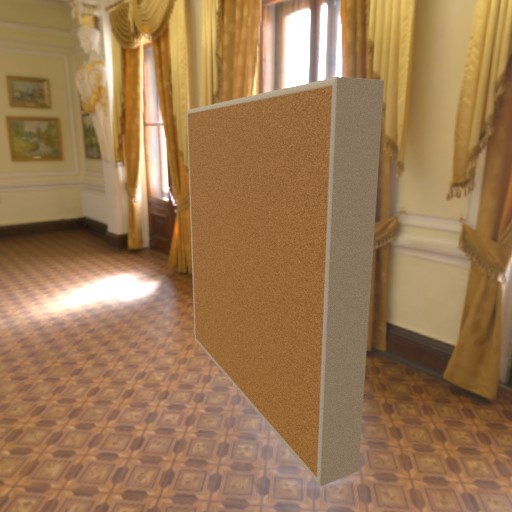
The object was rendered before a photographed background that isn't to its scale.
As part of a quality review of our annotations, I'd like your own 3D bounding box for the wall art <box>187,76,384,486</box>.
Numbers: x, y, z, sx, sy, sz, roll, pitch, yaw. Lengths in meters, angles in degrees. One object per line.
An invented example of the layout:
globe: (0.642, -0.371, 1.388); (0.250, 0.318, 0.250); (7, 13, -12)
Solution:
wall art: (0.000, 0.000, 0.455); (0.038, 0.304, 0.305); (-7, 16, -26)
